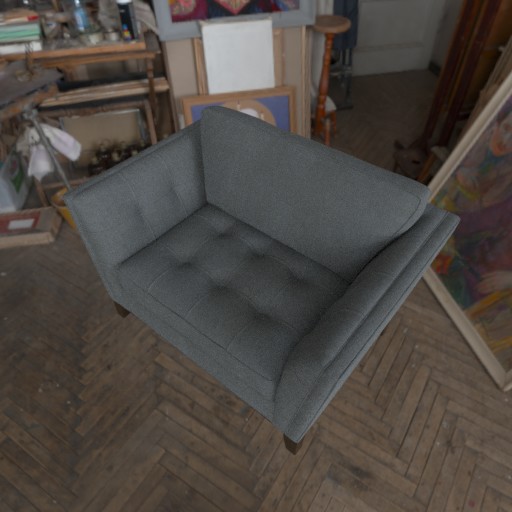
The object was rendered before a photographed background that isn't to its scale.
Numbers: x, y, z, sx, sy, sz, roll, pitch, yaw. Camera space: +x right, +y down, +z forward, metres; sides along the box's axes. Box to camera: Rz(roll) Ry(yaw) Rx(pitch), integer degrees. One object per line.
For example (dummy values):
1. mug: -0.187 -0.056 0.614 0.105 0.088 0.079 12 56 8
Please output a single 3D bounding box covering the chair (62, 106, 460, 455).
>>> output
1. chair: 0.000 0.000 2.077 1.396 0.942 0.965 30 53 26
